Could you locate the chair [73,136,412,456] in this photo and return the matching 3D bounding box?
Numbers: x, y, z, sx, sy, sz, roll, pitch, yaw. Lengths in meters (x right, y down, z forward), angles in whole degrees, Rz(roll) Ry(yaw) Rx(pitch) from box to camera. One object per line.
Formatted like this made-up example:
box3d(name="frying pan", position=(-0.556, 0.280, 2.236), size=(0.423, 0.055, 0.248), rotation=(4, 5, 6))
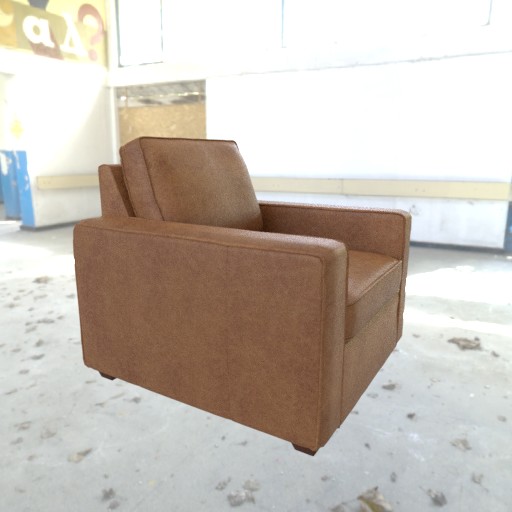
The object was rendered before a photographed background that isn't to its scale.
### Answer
box3d(name="chair", position=(0.000, 0.000, 1.735), size=(1.027, 0.901, 0.987), rotation=(7, 15, 27))
